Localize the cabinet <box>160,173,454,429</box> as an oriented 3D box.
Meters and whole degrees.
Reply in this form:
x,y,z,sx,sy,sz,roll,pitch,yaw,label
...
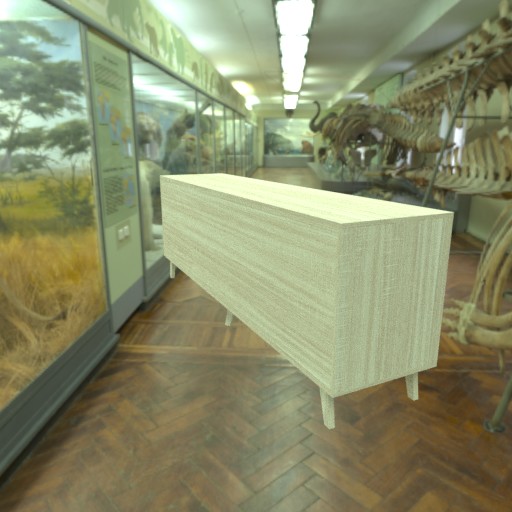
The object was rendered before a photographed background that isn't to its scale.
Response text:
x,y,z,sx,sy,sz,roll,pitch,yaw,label
0.000,0.000,2.542,0.500,0.780,2.200,-7,16,-26,cabinet
